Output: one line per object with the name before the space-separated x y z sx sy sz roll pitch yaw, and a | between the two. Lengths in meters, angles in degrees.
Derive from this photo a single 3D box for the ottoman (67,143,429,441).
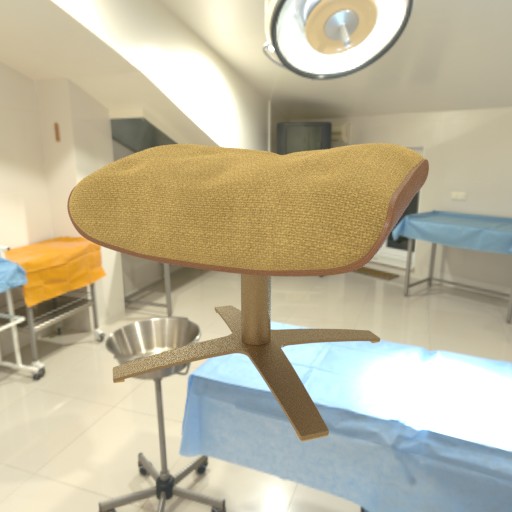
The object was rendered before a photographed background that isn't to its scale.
ottoman | 0.000 0.000 0.793 0.520 0.391 0.394 7 16 26
